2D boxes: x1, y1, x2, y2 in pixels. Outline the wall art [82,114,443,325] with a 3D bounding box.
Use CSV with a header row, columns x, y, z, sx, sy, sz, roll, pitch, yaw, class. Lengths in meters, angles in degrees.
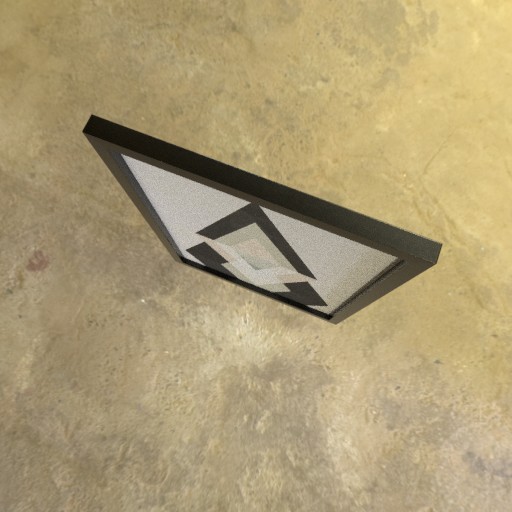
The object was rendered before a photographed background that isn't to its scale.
x,y,z,sx,sy,sz,roll,pitch,yaw,class
0.000,0.000,0.587,0.314,0.455,0.019,21,76,5,wall art
